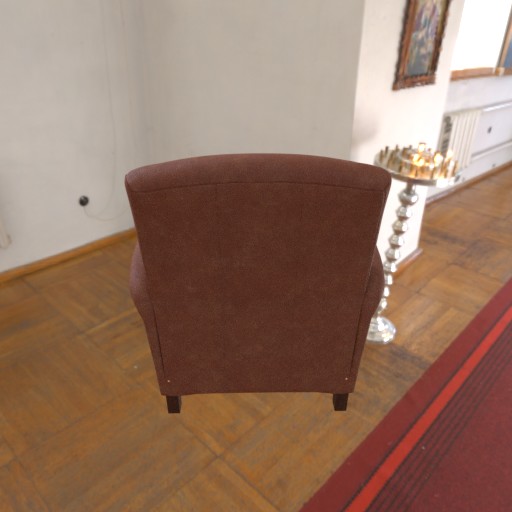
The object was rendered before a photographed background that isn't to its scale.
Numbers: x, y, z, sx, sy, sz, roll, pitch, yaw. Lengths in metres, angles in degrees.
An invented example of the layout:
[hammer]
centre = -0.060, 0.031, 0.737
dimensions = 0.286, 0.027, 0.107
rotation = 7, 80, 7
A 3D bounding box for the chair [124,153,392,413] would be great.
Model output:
[chair]
centre = 0.000, 0.000, 1.806
dimensions = 0.978, 1.061, 0.902
rotation = -1, 29, -1
